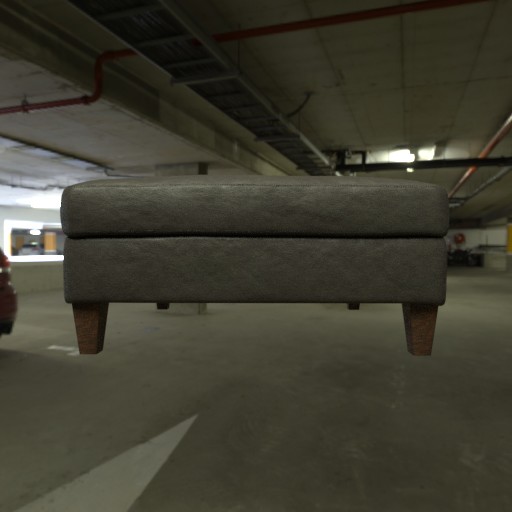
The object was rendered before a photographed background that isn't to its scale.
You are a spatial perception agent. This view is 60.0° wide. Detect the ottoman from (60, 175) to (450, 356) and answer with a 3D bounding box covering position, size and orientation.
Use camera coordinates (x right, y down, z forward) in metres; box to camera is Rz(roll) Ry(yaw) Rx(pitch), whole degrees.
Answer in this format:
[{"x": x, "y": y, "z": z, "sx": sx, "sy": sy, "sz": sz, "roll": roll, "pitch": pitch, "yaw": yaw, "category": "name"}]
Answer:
[{"x": 0.000, "y": 0.000, "z": 1.325, "sx": 0.844, "sy": 0.415, "sz": 0.836, "roll": 0, "pitch": 1, "yaw": 1, "category": "ottoman"}]
